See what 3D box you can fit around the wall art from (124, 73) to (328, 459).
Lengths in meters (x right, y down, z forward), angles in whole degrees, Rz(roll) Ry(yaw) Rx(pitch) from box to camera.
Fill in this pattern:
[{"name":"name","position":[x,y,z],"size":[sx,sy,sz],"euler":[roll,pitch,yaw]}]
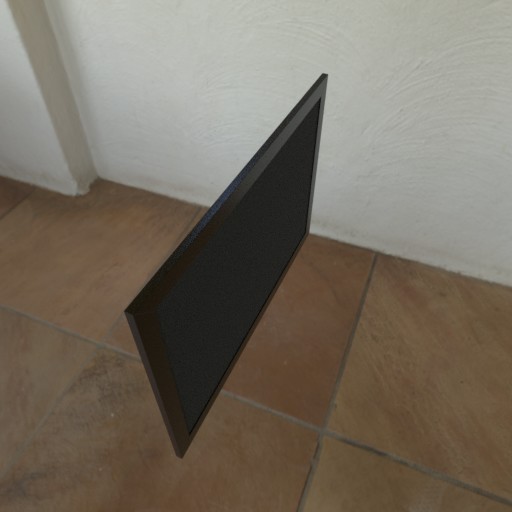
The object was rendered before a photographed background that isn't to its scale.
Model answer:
[{"name":"wall art","position":[0.000,0.000,0.857],"size":[0.013,0.447,0.660],"euler":[19,49,17]}]
